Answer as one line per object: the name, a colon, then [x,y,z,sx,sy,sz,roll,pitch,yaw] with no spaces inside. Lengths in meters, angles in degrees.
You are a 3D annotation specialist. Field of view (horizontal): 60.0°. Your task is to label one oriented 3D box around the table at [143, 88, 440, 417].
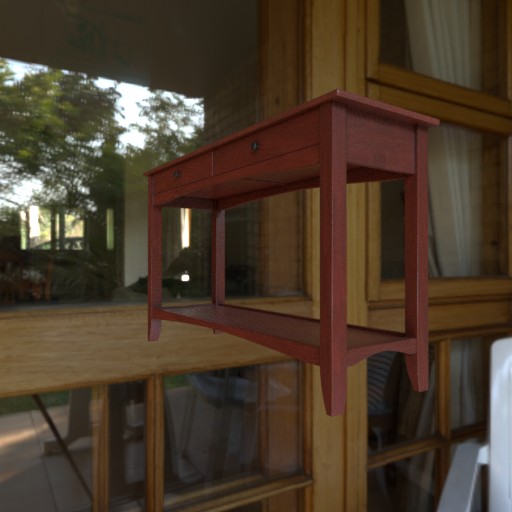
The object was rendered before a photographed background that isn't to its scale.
table: [0.000,0.000,1.578,0.392,0.739,1.188,0,0,-35]
